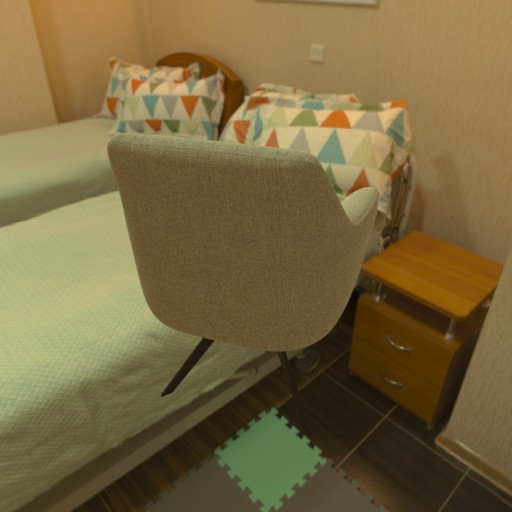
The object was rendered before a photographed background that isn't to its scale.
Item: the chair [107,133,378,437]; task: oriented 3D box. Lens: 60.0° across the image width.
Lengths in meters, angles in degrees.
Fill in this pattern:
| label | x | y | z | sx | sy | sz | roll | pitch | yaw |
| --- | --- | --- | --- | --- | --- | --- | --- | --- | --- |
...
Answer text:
| label | x | y | z | sx | sy | sz | roll | pitch | yaw |
| --- | --- | --- | --- | --- | --- | --- | --- | --- | --- |
| chair | 0.000 | 0.000 | 1.314 | 0.642 | 0.874 | 0.677 | 10 | 34 | 15 |
